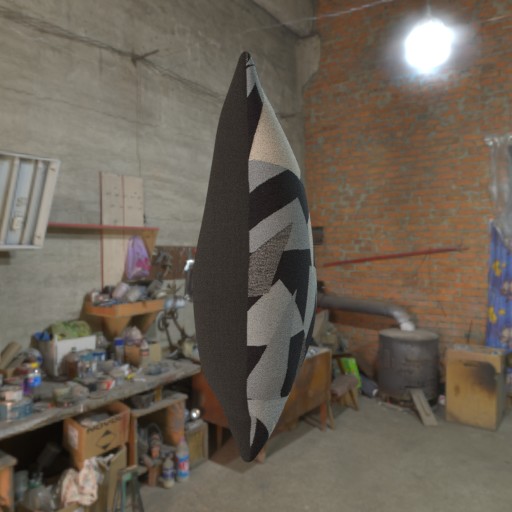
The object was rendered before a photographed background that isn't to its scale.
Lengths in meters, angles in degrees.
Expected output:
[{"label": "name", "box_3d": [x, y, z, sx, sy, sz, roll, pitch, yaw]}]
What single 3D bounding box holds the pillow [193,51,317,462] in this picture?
[{"label": "pillow", "box_3d": [0.000, 0.000, 0.772, 0.208, 0.496, 0.503, 0, -1, 1]}]
